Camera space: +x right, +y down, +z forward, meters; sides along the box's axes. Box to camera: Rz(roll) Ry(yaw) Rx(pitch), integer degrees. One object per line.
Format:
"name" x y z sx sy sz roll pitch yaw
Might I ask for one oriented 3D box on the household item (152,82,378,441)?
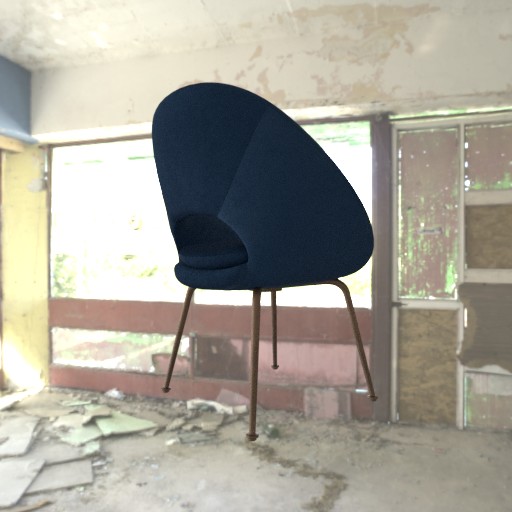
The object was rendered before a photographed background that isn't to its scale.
"household item" 0.000 0.000 1.309 0.573 0.852 0.623 0 1 -38
